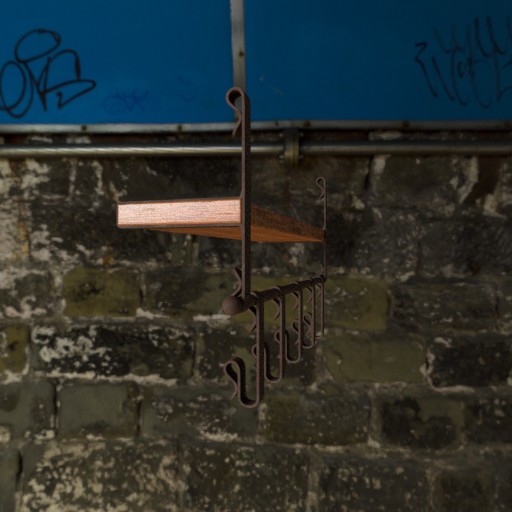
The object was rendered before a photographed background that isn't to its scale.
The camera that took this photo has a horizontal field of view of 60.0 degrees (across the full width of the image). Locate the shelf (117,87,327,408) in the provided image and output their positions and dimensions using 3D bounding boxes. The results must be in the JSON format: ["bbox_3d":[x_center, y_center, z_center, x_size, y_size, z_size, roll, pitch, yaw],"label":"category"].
[{"bbox_3d":[0.000,0.000,0.706,0.146,0.330,0.567,0,0,18],"label":"shelf"}]
